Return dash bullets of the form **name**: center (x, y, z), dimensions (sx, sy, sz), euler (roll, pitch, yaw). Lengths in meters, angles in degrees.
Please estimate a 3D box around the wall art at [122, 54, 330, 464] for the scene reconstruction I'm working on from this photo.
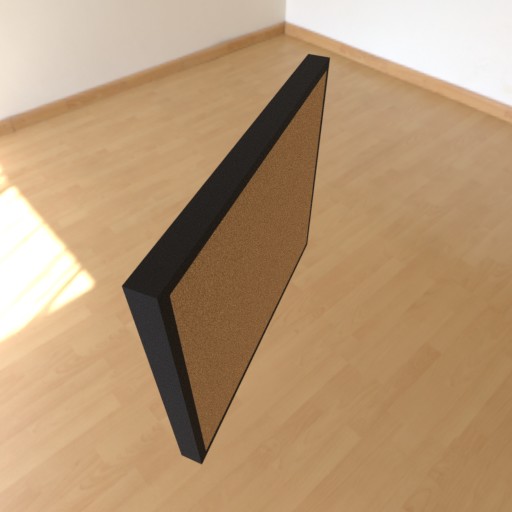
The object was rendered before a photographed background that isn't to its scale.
- **wall art**: center (0.000, 0.000, 0.536), dimensions (0.028, 0.325, 0.397), euler (17, 50, 15)
